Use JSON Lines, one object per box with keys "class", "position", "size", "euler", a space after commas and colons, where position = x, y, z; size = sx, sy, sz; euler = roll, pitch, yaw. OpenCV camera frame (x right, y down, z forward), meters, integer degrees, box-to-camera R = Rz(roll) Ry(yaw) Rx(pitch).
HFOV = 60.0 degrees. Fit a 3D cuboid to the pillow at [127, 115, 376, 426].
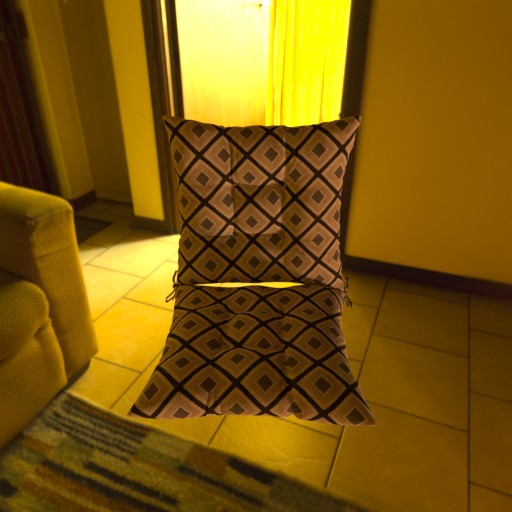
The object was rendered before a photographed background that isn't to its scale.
{"class": "pillow", "position": [0.000, 0.000, 1.032], "size": [0.541, 0.536, 0.585], "euler": [1, 30, 2]}
